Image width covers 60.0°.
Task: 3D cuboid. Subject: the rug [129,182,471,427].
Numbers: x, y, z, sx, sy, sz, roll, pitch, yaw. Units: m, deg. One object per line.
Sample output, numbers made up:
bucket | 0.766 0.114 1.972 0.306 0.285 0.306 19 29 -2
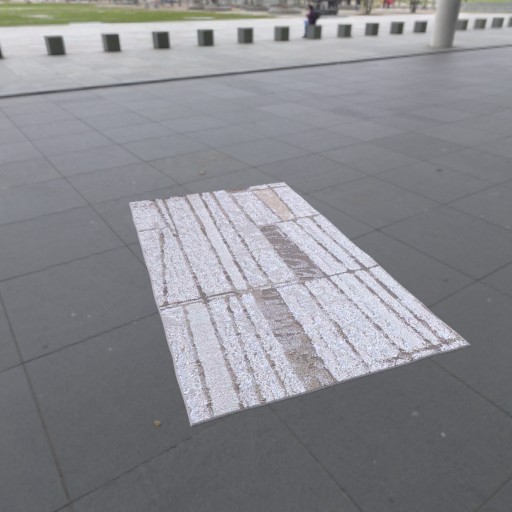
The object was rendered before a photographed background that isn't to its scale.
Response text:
rug | 0.000 0.000 1.074 0.515 0.007 0.867 -10 32 -17
